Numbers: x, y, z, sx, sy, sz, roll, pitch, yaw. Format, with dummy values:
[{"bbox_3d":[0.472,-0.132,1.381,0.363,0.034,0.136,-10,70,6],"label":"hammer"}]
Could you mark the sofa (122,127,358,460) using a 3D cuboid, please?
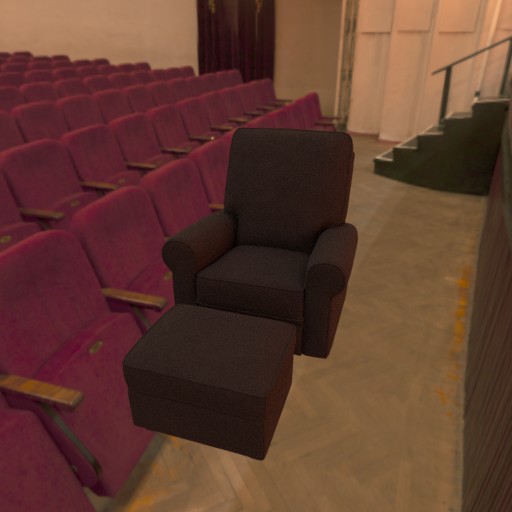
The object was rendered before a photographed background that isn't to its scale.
[{"bbox_3d":[0.000,0.000,2.067,0.880,0.959,1.478,8,27,16],"label":"sofa"}]
